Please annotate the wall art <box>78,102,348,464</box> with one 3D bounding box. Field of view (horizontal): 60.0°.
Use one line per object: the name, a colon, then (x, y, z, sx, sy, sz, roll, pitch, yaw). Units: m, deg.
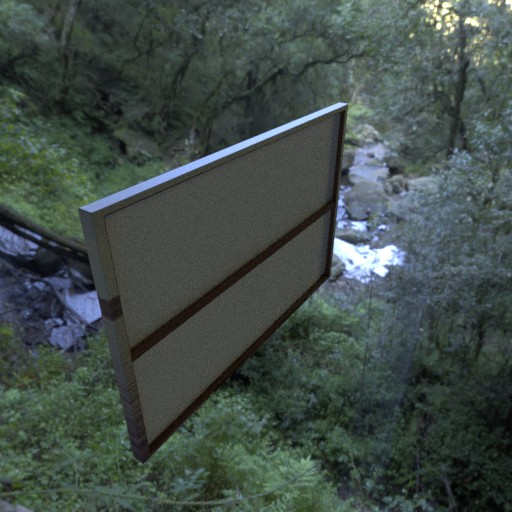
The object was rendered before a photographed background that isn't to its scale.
wall art: (0.000, 0.000, 1.443, 0.040, 0.765, 1.149, 20, 36, 29)
